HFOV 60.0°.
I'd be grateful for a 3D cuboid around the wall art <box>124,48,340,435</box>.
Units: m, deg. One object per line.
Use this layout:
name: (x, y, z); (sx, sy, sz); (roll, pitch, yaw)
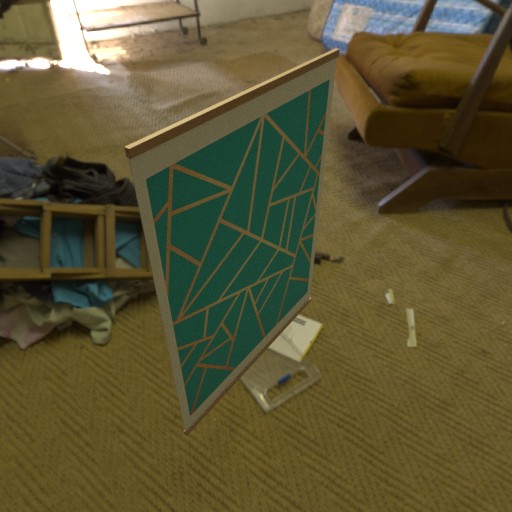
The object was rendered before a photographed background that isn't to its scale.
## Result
wall art: (0.000, 0.000, 1.346); (0.013, 1.016, 0.758); (26, 47, 27)
